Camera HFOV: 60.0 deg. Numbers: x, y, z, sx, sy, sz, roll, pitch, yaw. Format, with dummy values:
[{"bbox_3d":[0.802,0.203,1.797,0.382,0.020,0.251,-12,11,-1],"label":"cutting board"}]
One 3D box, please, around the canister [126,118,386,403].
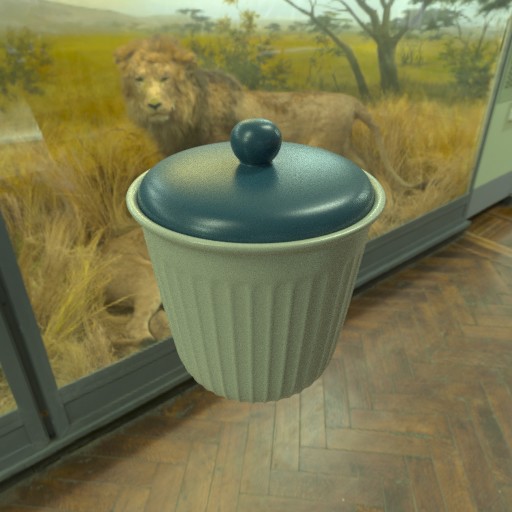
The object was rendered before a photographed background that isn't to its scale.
[{"bbox_3d":[0.000,0.000,0.348,0.181,0.211,0.181,0,31,0],"label":"canister"}]
